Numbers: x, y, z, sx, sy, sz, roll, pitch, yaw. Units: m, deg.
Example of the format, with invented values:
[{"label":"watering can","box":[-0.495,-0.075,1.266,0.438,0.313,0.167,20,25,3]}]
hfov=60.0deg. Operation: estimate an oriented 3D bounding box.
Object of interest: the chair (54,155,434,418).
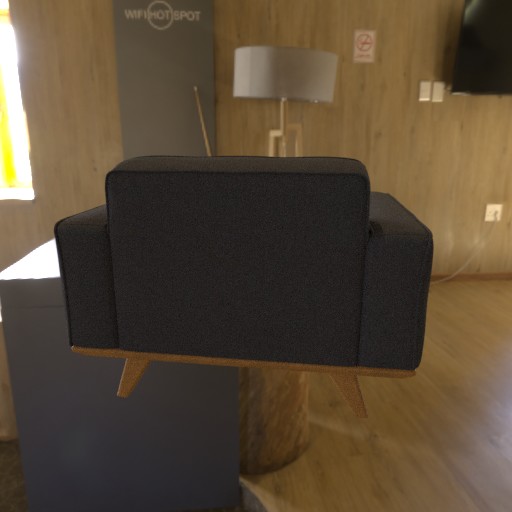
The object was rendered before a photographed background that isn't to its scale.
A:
[{"label":"chair","box":[0.000,0.000,1.711,1.118,0.783,0.953,2,15,8]}]
